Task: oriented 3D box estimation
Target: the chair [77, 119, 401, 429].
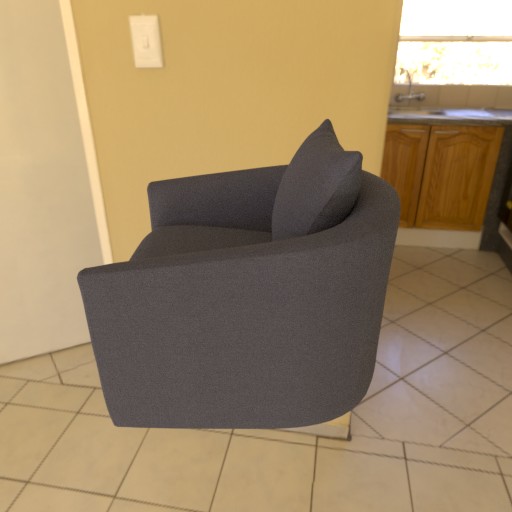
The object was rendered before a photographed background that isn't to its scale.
[{"bbox_3d":[0.000,0.000,1.548,0.910,0.848,0.845,0,26,1],"label":"chair"}]
